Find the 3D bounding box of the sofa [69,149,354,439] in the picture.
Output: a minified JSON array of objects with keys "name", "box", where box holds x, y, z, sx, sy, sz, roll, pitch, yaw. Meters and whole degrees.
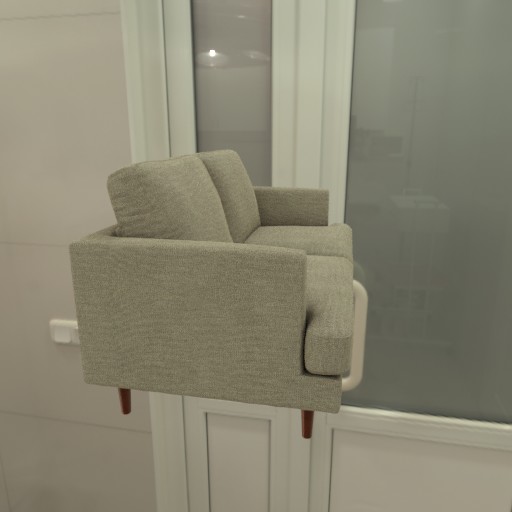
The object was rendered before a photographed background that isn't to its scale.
[{"name":"sofa","box":[0.000,0.000,2.094,0.903,0.944,1.582,3,16,11]}]
